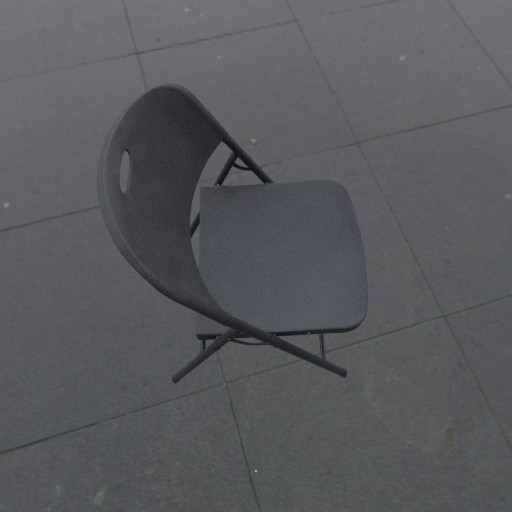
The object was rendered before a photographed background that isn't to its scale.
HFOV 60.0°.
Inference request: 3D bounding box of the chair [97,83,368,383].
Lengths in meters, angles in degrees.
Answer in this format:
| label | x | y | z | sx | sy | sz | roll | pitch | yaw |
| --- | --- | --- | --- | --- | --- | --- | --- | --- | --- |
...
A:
| label | x | y | z | sx | sy | sz | roll | pitch | yaw |
| --- | --- | --- | --- | --- | --- | --- | --- | --- | --- |
| chair | 0.000 | 0.000 | 1.154 | 0.567 | 0.810 | 0.494 | -2 | 64 | -1 |
